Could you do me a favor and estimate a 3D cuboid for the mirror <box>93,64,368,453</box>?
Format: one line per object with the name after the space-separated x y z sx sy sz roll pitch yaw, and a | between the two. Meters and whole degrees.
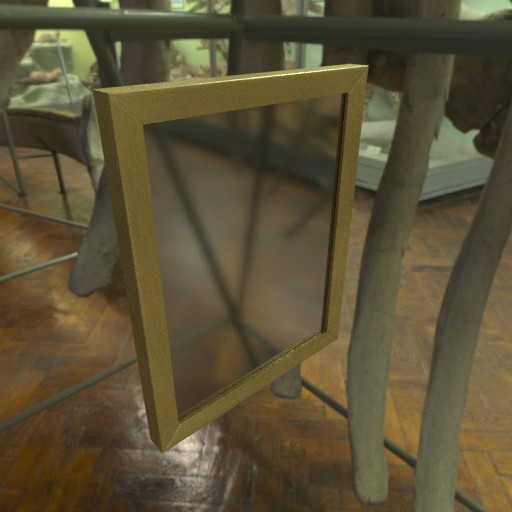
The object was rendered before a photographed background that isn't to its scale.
0.000 0.000 0.668 0.405 0.508 0.041 -23 36 -35 | mirror
